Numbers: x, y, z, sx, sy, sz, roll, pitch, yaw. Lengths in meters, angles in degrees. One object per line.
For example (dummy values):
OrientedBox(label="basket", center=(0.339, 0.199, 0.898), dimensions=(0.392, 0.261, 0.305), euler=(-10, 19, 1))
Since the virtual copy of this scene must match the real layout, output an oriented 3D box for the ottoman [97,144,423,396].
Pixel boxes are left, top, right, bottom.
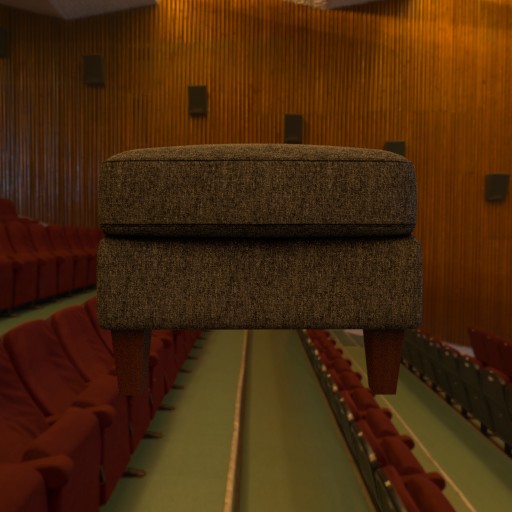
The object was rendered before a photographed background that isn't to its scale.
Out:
OrientedBox(label="ottoman", center=(0.000, 0.000, 1.188), dimensions=(0.584, 0.483, 0.864), euler=(0, 2, -1))
